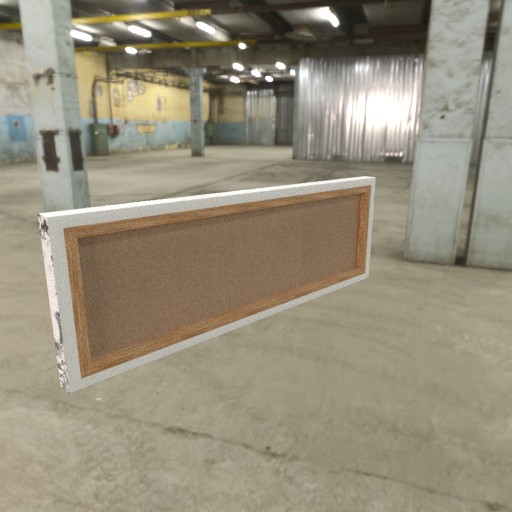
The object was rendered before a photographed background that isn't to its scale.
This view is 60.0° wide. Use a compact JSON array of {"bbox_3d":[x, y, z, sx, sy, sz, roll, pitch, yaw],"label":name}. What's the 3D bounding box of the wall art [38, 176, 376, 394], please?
[{"bbox_3d":[0.000,0.000,0.864,0.766,0.256,0.036,-14,21,-42],"label":"wall art"}]
